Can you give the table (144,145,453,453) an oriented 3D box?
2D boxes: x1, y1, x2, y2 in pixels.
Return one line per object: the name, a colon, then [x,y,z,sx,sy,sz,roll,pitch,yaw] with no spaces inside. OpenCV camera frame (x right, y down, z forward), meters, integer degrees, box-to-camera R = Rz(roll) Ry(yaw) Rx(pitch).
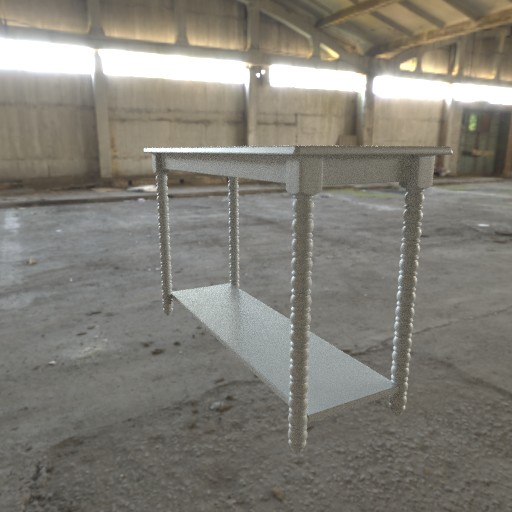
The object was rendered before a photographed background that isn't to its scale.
table: [0.000,0.000,1.557,0.459,0.740,1.184,-7,15,-27]
